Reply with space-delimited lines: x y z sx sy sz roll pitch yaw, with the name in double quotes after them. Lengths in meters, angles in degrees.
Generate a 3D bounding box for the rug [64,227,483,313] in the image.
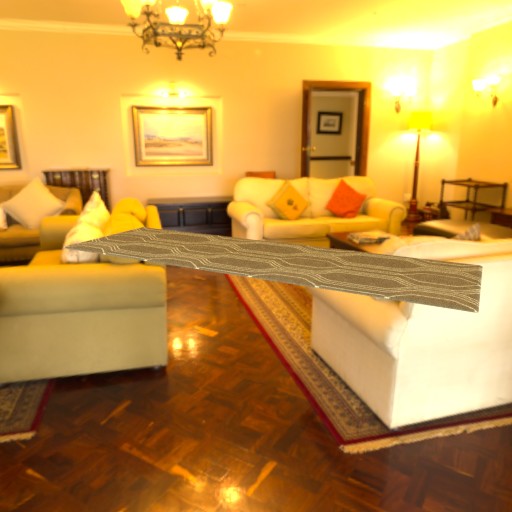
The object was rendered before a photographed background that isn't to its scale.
0.000 0.000 2.704 2.464 0.012 0.773 7 16 26 "rug"
